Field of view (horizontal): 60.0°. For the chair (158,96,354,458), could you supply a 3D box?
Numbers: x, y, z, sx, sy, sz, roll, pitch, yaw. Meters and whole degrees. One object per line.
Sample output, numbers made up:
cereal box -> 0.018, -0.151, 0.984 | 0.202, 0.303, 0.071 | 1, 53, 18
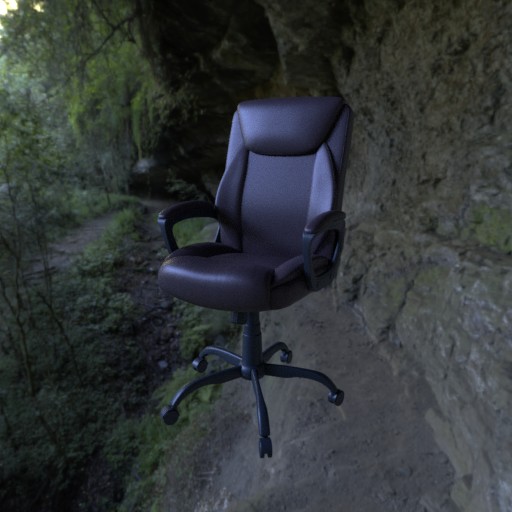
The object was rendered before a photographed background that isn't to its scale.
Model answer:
chair -> 0.000, 0.000, 1.524 | 0.615, 1.072, 0.655 | 7, 16, 27
